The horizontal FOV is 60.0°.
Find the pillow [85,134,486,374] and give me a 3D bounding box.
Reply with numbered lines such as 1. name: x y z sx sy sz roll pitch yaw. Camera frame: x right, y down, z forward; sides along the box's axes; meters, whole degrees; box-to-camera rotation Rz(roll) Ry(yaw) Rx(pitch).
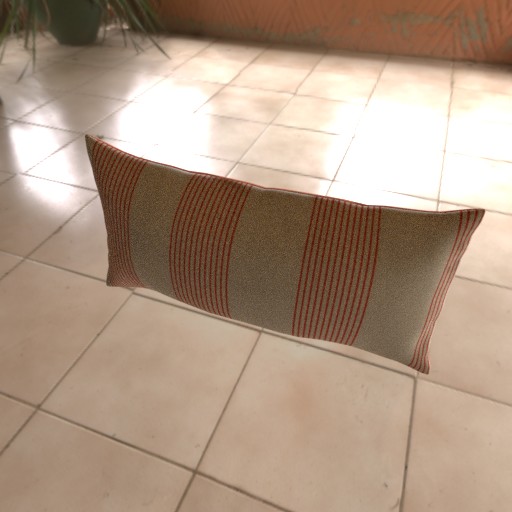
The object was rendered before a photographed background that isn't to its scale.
1. pillow: 0.000 0.000 0.713 0.608 0.292 0.156 13 43 15
